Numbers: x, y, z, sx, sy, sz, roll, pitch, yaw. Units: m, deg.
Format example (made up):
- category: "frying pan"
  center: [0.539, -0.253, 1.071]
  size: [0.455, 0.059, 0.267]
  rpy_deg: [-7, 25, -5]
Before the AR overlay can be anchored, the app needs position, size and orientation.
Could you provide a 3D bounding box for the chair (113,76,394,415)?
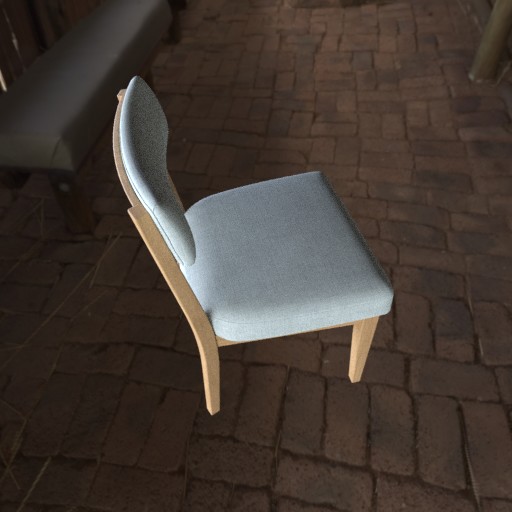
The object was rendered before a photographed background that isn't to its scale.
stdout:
- category: "chair"
  center: [0.000, 0.000, 1.188]
  size: [0.572, 0.832, 0.508]
  rpy_deg: [-11, 48, -10]
